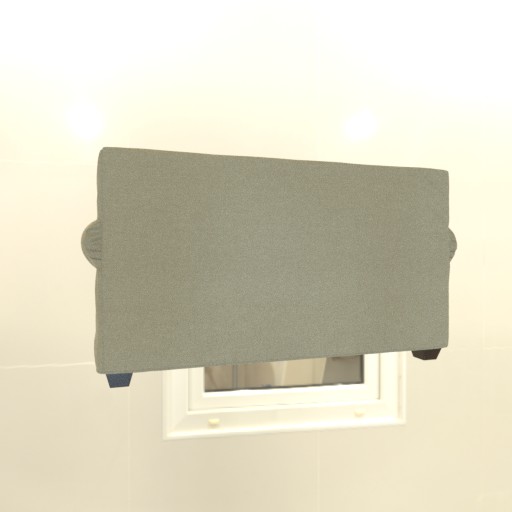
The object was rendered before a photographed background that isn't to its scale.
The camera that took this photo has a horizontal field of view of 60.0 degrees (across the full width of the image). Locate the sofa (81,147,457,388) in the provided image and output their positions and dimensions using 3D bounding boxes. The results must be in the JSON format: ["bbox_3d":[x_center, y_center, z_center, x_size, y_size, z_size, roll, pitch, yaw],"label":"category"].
[{"bbox_3d":[0.000,0.000,2.183,1.550,0.905,1.070,0,0,-18],"label":"sofa"}]
